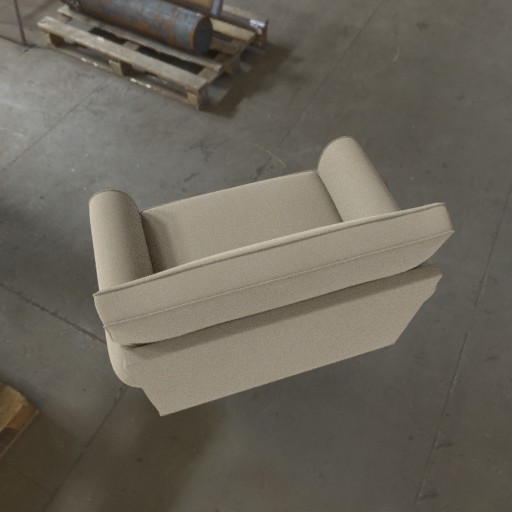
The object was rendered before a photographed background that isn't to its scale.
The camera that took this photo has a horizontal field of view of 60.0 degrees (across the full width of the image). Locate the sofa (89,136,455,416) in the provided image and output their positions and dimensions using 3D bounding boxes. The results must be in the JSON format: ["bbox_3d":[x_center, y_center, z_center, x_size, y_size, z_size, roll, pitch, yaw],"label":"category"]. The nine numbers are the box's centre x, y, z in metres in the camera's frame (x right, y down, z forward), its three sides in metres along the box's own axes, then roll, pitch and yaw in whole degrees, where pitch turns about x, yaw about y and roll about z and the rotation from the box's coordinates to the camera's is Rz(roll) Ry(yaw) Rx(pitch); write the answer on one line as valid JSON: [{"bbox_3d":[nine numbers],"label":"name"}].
[{"bbox_3d":[0.000,0.000,2.086,1.405,1.006,0.937,-15,59,-9],"label":"sofa"}]
